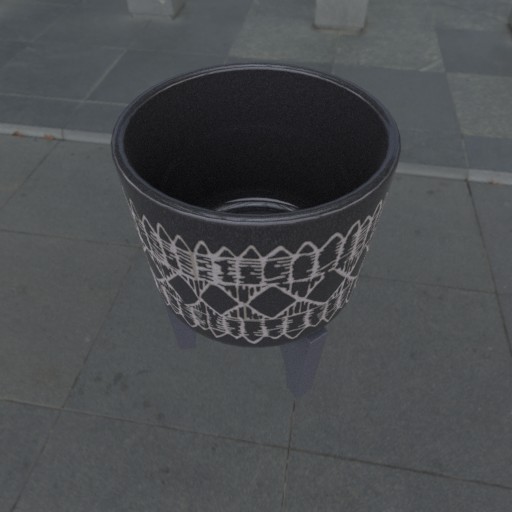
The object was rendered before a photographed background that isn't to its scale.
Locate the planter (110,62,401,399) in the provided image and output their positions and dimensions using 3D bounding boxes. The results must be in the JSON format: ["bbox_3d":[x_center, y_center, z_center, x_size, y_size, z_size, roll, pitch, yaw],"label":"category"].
[{"bbox_3d":[0.000,0.000,0.266,0.129,0.177,0.129,0,48,0],"label":"planter"}]
